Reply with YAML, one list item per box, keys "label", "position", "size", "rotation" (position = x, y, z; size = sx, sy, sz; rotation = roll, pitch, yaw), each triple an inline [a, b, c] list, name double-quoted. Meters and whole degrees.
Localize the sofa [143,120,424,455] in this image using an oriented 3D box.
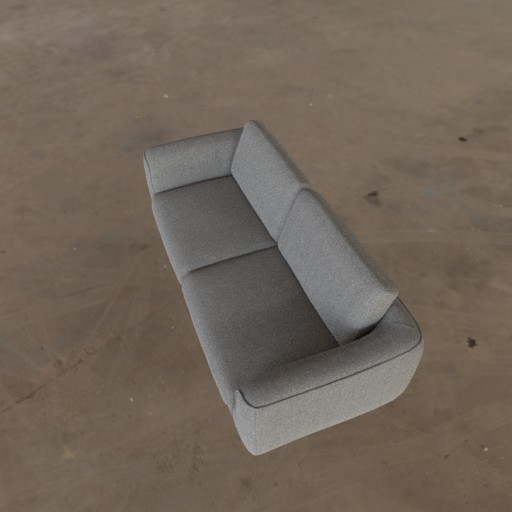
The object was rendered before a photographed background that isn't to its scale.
- label: "sofa"
  position: [0.000, 0.000, 2.540]
  size: [0.920, 0.870, 2.000]
  rotation: [-16, 48, -15]
